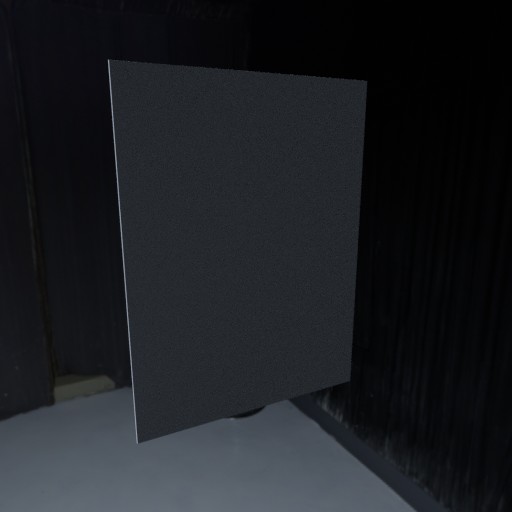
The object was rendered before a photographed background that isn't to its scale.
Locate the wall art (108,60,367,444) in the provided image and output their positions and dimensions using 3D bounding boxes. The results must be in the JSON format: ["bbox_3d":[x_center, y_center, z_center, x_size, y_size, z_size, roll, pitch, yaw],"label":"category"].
[{"bbox_3d":[0.000,0.000,0.786,0.457,0.609,0.003,-7,16,-26],"label":"wall art"}]
